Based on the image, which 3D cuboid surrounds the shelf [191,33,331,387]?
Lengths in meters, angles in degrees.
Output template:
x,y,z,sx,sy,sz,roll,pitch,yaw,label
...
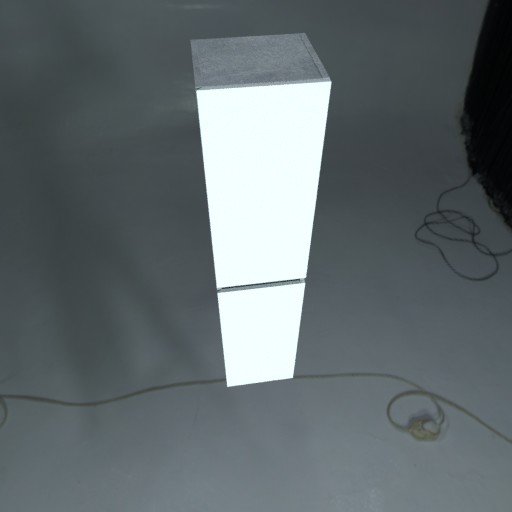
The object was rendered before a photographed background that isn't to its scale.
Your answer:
x,y,z,sx,sy,sz,roll,pitch,yaw,label
0.000,0.000,1.579,0.300,1.400,0.270,-6,48,-6,shelf
